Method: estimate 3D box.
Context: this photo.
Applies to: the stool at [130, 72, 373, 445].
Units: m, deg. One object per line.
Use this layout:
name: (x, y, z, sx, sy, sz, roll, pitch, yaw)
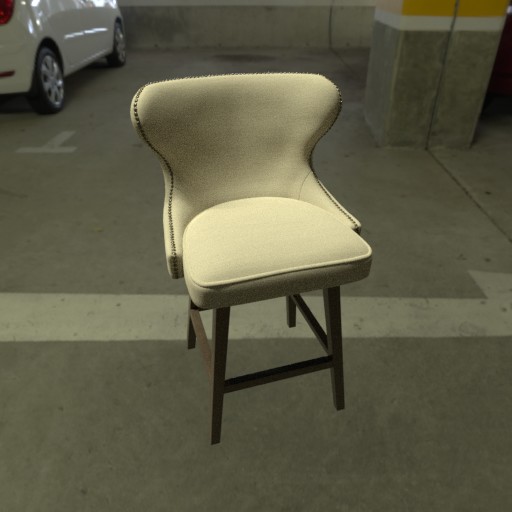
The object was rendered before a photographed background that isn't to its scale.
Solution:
stool: (0.000, 0.000, 1.370, 0.615, 0.972, 0.597, -9, 33, -15)
